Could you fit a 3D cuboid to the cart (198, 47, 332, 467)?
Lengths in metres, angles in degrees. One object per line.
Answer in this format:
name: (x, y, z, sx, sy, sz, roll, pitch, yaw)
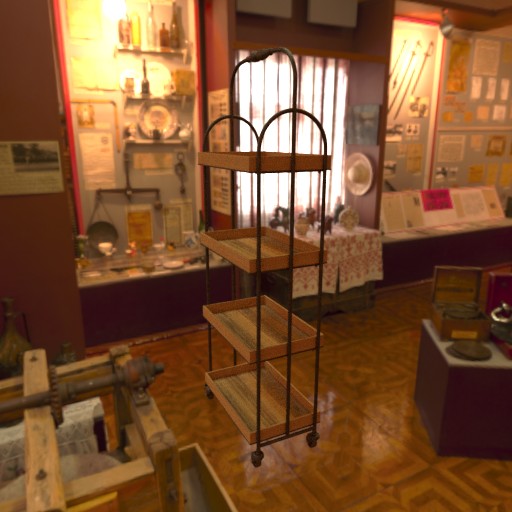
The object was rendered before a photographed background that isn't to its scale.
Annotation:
cart: (0.000, 0.000, 1.743, 0.308, 1.481, 0.581, -7, 17, -25)
